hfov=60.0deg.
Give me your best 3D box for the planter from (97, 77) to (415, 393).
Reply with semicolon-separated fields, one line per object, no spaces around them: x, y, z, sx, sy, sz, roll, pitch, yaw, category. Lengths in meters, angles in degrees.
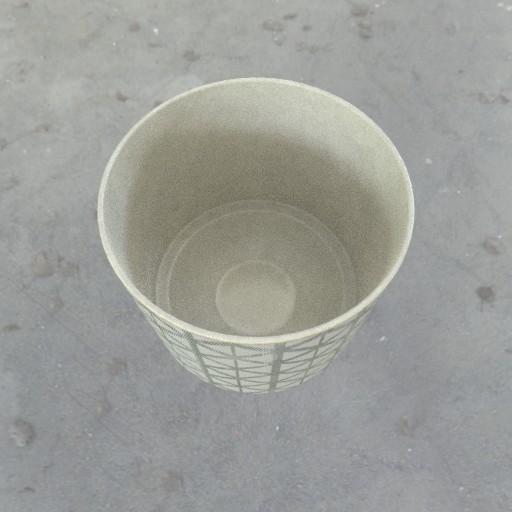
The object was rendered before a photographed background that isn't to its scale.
0.000;0.000;0.459;0.250;0.239;0.250;0;63;0;planter
